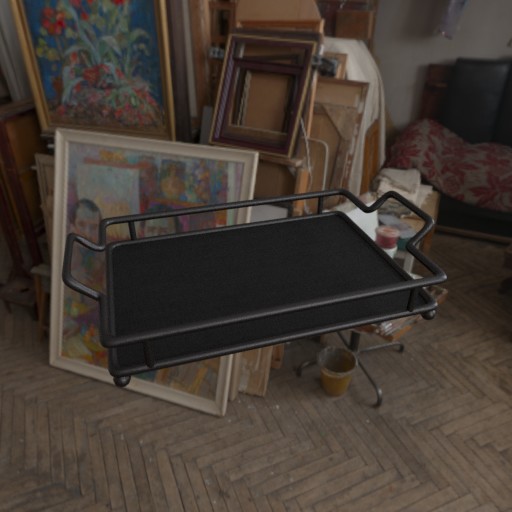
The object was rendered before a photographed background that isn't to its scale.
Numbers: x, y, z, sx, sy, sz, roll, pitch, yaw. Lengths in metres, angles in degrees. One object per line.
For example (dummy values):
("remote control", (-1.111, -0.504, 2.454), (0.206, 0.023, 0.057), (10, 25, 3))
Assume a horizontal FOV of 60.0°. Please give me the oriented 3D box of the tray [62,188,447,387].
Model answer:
("tray", (0.000, 0.000, 0.631), (0.495, 0.101, 0.297), (-9, 33, -14))
